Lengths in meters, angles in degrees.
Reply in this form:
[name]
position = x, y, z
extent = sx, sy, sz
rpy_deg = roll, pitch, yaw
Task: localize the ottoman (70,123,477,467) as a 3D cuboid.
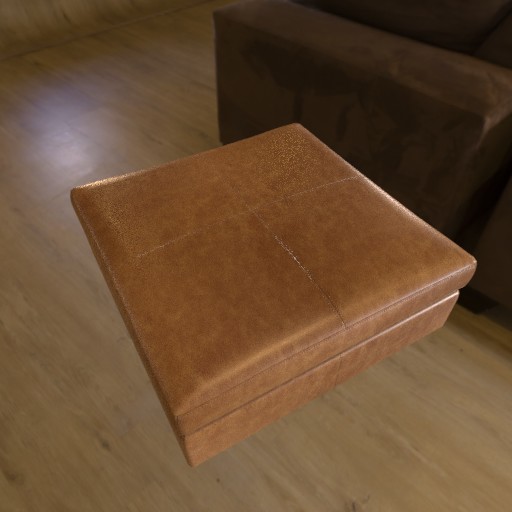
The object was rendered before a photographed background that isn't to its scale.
[ottoman]
position = 0.000, 0.000, 1.837
extent = 1.169, 0.483, 1.168
rpy_deg = -22, 49, -21
